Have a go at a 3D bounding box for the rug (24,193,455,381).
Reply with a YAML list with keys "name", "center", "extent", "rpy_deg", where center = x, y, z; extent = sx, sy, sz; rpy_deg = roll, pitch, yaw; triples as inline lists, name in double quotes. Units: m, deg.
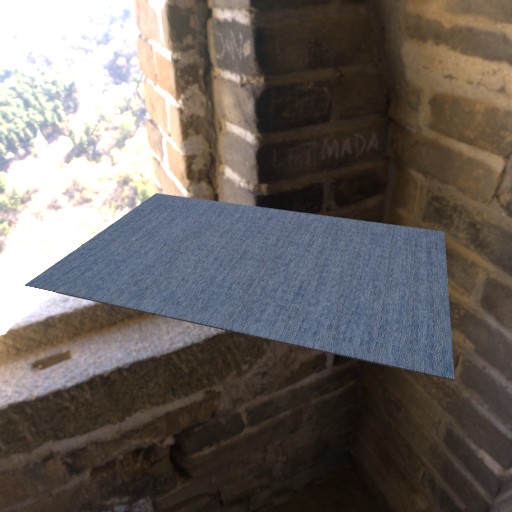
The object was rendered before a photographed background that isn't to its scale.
- name: "rug"
  center: [0.000, 0.000, 2.160]
  extent: [1.752, 0.006, 1.142]
  rpy_deg: [9, 31, 16]
